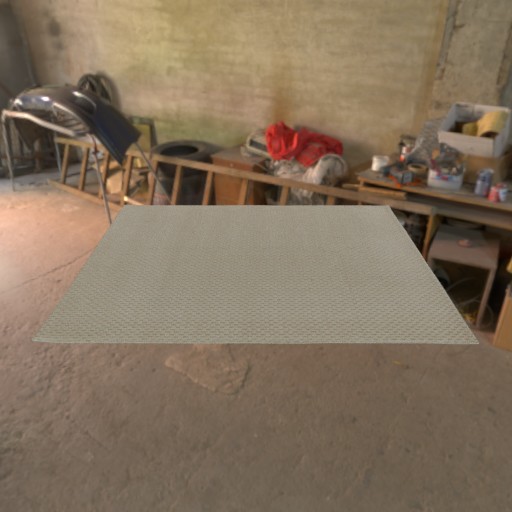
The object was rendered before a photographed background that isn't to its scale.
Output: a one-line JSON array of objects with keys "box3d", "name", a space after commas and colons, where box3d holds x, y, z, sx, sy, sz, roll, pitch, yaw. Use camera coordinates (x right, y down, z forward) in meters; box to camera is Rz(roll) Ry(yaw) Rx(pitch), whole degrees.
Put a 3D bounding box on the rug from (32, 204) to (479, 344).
[{"box3d": [0.000, 0.000, 3.849, 2.897, 0.035, 2.277, 0, 29, 0], "name": "rug"}]
